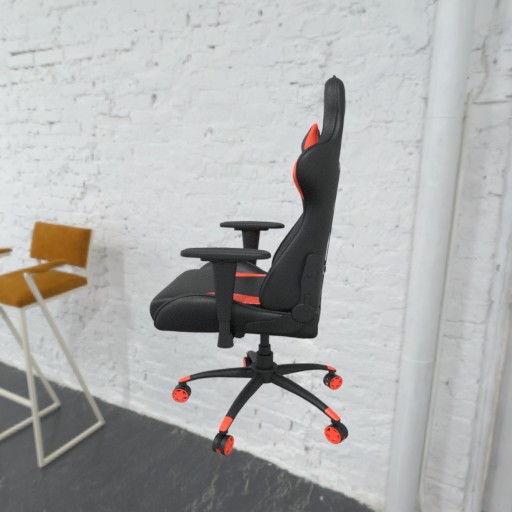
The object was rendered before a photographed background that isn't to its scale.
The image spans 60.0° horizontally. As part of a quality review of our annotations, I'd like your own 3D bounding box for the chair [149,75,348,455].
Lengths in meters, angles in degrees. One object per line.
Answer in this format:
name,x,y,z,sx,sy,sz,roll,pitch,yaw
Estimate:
chair,0.000,0.000,1.709,0.730,1.282,0.695,2,13,8
